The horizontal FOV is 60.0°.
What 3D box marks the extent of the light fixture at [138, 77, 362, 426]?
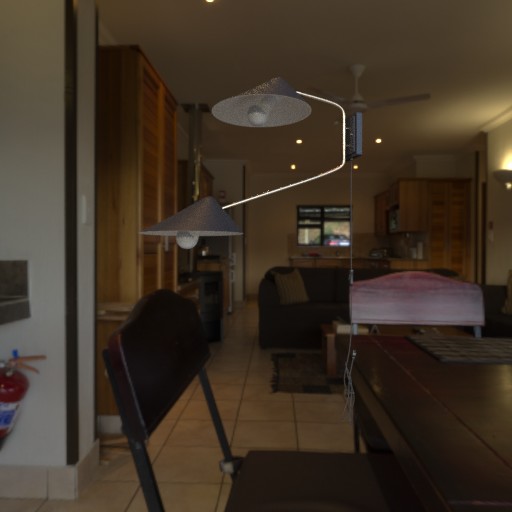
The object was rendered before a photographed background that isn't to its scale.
[{"bbox_3d":[0.000,0.000,0.820,0.422,0.665,0.189,0,0,-16],"label":"light fixture"}]
